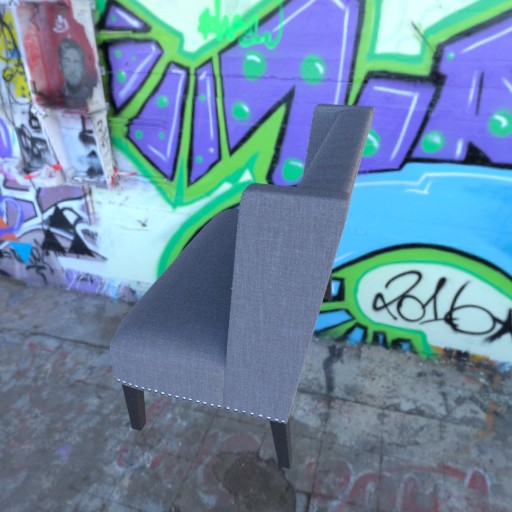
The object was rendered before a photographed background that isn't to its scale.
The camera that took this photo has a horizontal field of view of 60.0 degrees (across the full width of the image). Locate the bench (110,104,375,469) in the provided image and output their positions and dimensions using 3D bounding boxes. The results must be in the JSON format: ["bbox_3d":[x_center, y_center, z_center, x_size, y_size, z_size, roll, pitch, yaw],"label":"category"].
[{"bbox_3d":[0.000,0.000,2.003,0.842,1.121,1.276,8,30,14],"label":"bench"}]
